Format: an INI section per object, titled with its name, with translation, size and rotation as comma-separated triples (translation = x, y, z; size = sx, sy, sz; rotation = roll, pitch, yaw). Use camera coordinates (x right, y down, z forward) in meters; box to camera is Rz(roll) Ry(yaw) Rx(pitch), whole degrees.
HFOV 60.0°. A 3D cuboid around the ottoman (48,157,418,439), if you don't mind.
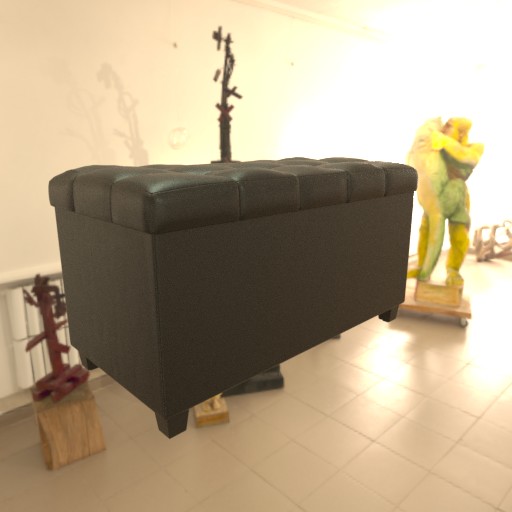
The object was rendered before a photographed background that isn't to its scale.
[ottoman]
translation = 0.000, 0.000, 1.119
size = 0.838, 0.470, 0.432
rotation = -14, 20, -42
